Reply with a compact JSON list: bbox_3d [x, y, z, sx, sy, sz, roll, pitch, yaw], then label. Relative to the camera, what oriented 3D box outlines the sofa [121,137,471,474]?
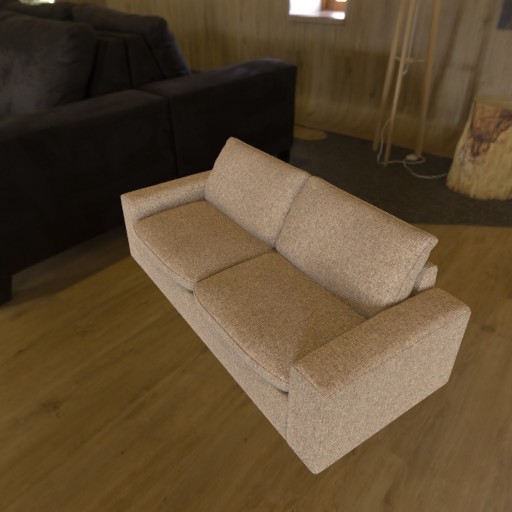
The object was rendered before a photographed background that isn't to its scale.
[{"bbox_3d":[0.000,0.000,2.809,1.040,0.922,2.299,-20,38,-28],"label":"sofa"}]
